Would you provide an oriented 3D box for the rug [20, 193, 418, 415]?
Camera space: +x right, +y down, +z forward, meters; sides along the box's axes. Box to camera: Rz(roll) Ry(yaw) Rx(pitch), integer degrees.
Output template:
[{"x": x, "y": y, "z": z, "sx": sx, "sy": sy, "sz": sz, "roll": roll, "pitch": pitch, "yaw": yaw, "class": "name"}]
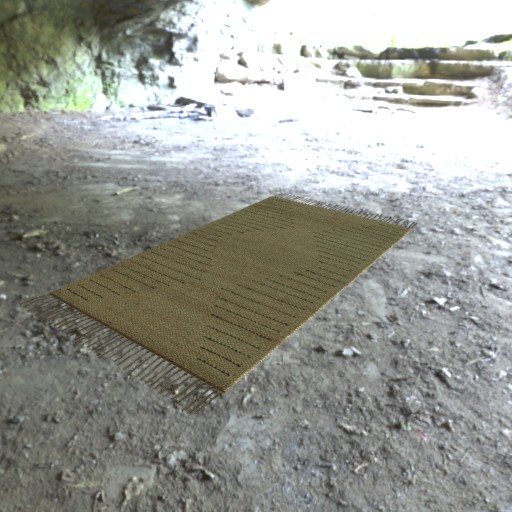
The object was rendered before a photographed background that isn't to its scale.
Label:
[{"x": 0.000, "y": 0.000, "z": 1.997, "sx": 0.905, "sy": 0.017, "sz": 1.718, "roll": 18, "pitch": 31, "yaw": 33, "class": "rug"}]
